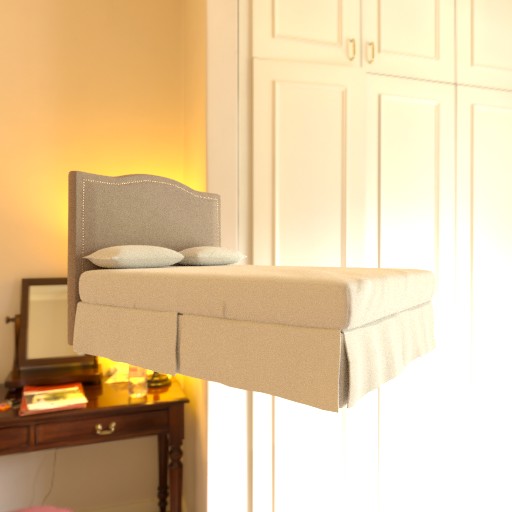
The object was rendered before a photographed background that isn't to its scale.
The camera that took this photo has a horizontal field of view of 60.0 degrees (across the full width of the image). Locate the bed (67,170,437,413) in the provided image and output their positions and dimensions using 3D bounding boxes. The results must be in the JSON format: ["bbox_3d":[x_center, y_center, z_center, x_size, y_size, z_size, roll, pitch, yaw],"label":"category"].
[{"bbox_3d":[0.000,0.000,3.381,2.282,1.436,1.821,0,1,35],"label":"bed"}]
